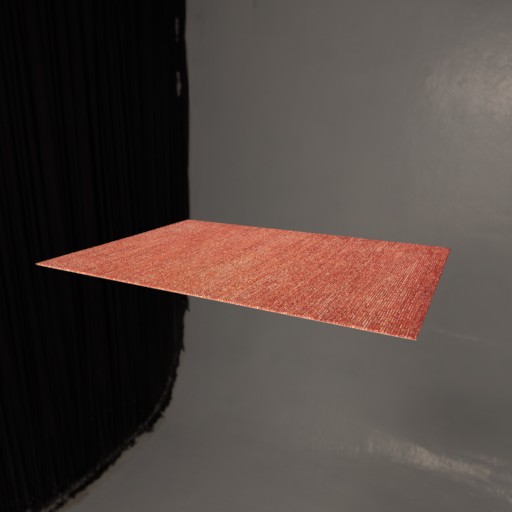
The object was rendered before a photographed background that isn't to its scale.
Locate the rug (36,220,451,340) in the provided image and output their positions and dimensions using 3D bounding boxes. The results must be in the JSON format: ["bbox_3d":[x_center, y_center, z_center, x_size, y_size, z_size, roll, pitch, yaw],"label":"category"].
[{"bbox_3d":[0.000,0.000,5.152,3.965,0.025,2.803,8,18,26],"label":"rug"}]
